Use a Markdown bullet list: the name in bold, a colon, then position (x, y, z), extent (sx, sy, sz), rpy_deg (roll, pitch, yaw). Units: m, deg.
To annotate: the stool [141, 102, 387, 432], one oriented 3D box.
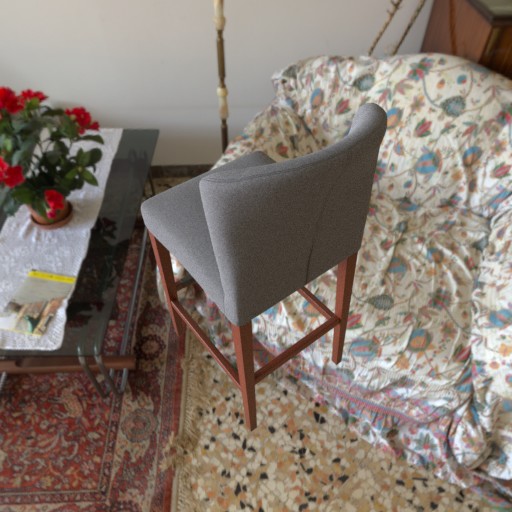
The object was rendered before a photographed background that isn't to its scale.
- **stool**: position (0.000, 0.000, 1.369), extent (0.481, 1.069, 0.568), rpy_deg (-30, 54, -25)
